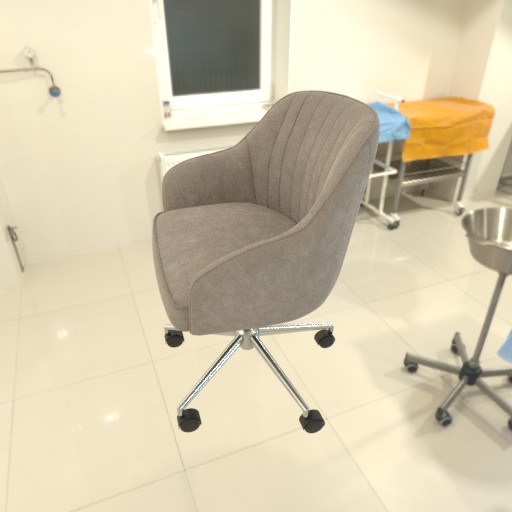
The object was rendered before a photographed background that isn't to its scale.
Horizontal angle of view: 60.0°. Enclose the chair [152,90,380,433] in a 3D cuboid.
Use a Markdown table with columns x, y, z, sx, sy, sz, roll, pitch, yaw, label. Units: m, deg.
| x | y | z | sx | sy | sz | roll | pitch | yaw | label |
| --- | --- | --- | --- | --- | --- | --- | --- | --- | --- |
| 0.000 | 0.000 | 1.275 | 0.573 | 0.831 | 0.635 | -8 | 32 | -13 | chair |
